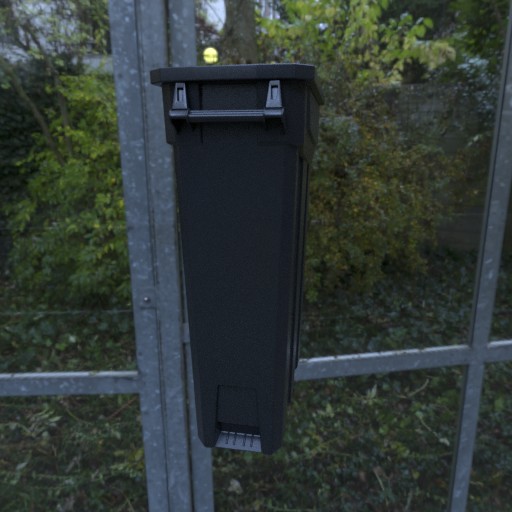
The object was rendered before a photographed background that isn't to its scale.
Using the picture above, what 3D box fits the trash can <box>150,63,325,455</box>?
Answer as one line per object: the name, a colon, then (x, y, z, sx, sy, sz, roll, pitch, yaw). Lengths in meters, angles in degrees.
trash can: (0.000, 0.000, 1.057, 0.281, 0.762, 0.559, 3, 14, 10)
